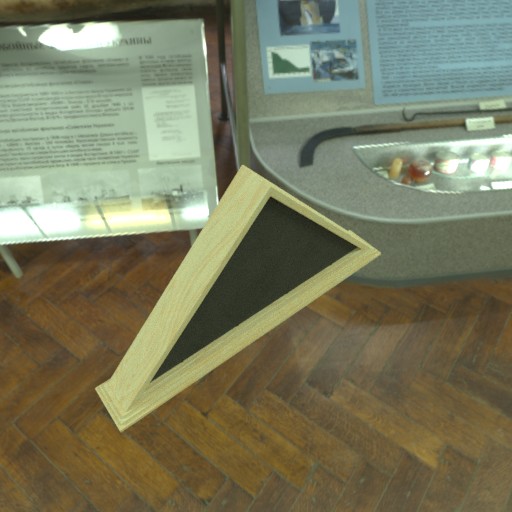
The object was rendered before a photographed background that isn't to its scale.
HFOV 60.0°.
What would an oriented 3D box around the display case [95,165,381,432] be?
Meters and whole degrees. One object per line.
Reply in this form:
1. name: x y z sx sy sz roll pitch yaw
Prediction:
1. display case: 0.000 0.000 0.761 0.640 0.340 0.095 -30 54 -25
